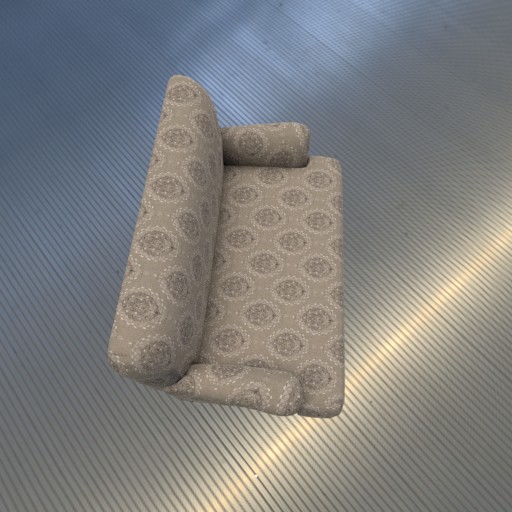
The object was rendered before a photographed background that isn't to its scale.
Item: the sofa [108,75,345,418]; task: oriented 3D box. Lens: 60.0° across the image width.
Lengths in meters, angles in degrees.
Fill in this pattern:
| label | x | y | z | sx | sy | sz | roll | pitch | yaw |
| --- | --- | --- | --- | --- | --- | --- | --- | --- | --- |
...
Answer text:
| label | x | y | z | sx | sy | sz | roll | pitch | yaw |
| --- | --- | --- | --- | --- | --- | --- | --- | --- | --- |
| sofa | 0.000 | 0.000 | 1.889 | 0.779 | 0.889 | 1.297 | 4 | 64 | 2 |
